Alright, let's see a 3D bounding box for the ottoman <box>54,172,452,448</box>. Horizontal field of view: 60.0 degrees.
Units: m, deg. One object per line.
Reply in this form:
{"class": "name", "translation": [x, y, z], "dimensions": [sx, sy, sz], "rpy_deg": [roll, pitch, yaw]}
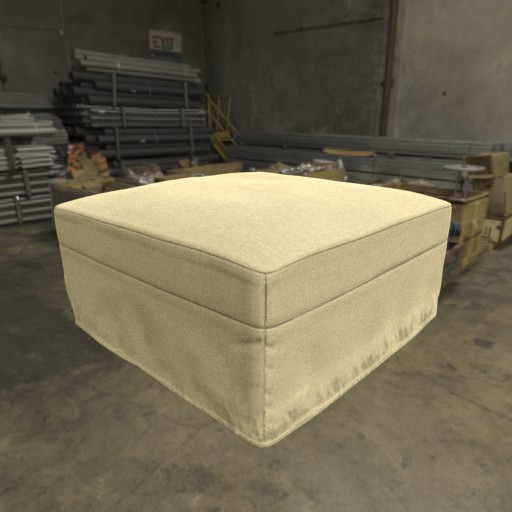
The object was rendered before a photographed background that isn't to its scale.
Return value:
{"class": "ottoman", "translation": [0.000, 0.000, 1.324], "dimensions": [0.840, 0.436, 0.843], "rpy_deg": [16, 24, 41]}
